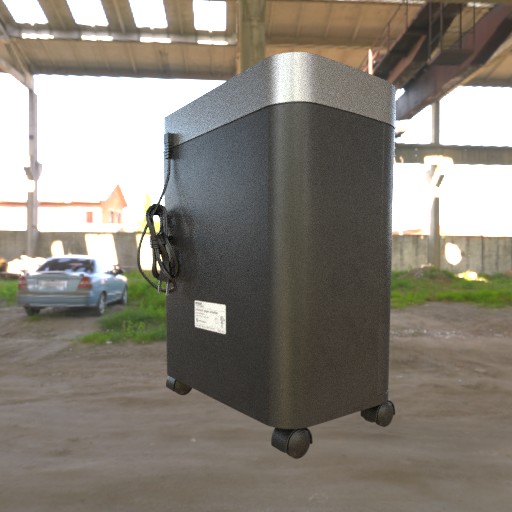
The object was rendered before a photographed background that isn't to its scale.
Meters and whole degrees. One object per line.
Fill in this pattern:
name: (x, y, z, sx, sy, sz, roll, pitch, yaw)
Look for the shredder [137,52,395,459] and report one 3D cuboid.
shredder: (0.000, 0.000, 0.601, 0.237, 0.419, 0.311, 0, 0, -36)
